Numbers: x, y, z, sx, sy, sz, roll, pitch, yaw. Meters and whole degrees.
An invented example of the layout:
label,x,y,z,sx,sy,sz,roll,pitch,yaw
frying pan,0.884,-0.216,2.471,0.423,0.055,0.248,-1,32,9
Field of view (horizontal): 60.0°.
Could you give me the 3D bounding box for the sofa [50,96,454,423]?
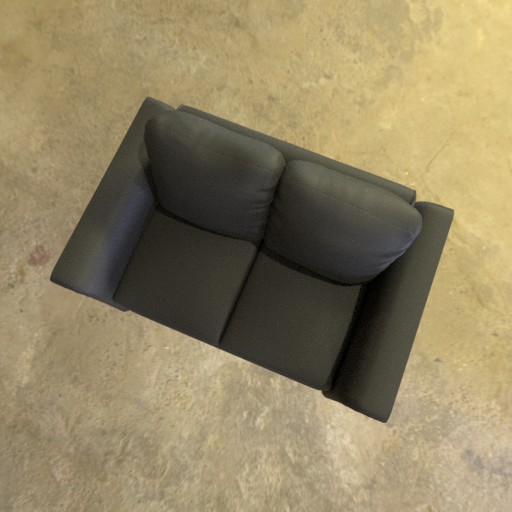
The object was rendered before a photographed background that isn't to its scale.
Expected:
label,x,y,z,sx,sy,sz,roll,pitch,yaw
sofa,0.000,0.000,1.936,1.386,0.845,0.887,22,77,5
